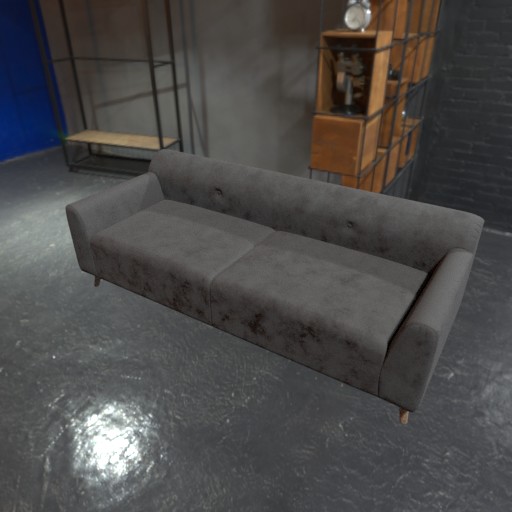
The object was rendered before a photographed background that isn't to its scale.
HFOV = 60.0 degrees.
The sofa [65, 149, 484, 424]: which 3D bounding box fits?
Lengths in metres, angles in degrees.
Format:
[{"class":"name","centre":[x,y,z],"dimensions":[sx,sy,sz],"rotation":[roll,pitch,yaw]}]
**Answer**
[{"class":"sofa","centre":[0.000,0.000,2.591],"dimensions":[2.190,0.740,0.900],"rotation":[18,35,28]}]
